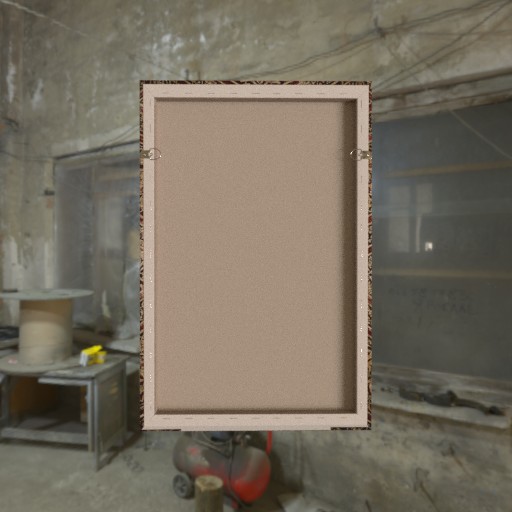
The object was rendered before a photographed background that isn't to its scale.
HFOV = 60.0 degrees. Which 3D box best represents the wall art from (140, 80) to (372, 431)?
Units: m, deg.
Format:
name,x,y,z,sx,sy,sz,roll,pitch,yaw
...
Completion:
name,x,y,z,sx,sy,sz,roll,pitch,yaw
wall art,0.000,0.000,1.156,0.599,0.904,0.030,0,0,-1
